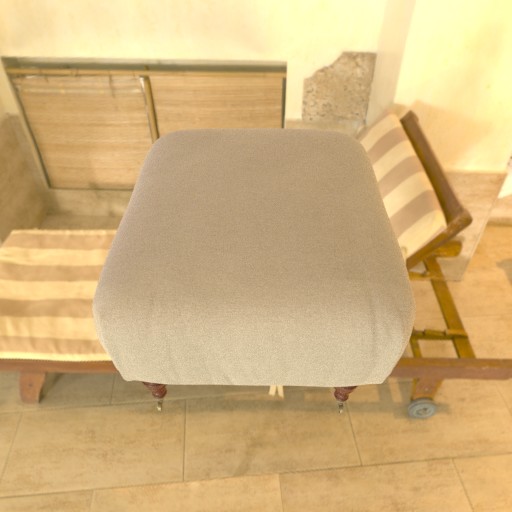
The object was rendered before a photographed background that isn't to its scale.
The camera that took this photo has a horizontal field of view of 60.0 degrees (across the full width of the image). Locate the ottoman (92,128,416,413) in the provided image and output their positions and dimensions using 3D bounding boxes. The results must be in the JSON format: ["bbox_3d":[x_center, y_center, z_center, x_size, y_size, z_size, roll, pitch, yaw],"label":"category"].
[{"bbox_3d":[0.000,0.000,1.147,0.622,0.450,0.746,1,42,1],"label":"ottoman"}]
